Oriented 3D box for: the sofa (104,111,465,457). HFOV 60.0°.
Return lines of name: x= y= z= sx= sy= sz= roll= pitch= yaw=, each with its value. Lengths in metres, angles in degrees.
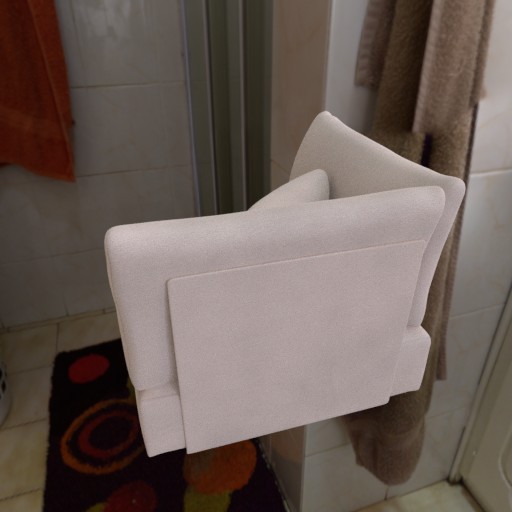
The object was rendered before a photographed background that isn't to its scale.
sofa: x=0.000 y=0.000 z=1.675 sx=1.000 sy=0.820 sz=1.000 roll=-9 pitch=32 yaw=-14
